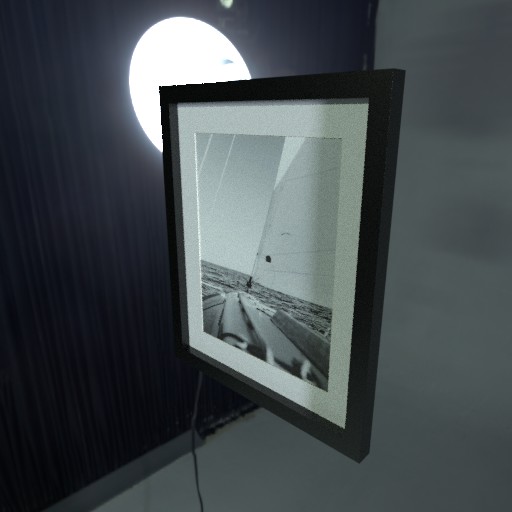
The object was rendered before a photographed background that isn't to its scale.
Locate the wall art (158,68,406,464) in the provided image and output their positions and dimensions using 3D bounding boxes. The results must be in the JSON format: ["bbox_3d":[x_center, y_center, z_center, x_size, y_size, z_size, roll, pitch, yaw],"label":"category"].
[{"bbox_3d":[0.000,0.000,0.753,0.461,0.558,0.031,16,24,41],"label":"wall art"}]
